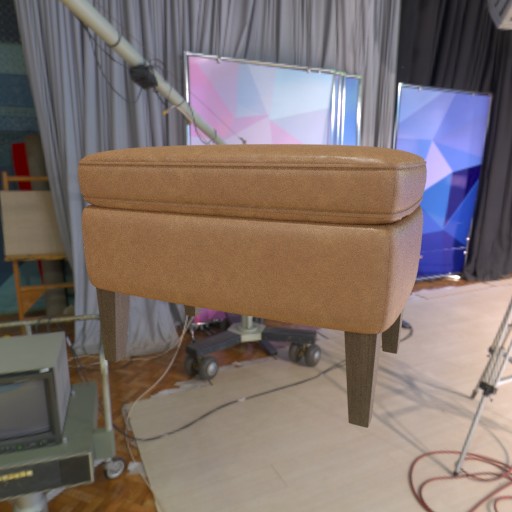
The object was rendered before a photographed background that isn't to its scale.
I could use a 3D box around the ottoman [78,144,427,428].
[{"bbox_3d":[0.000,0.000,0.985,0.670,0.480,0.420,6,14,25],"label":"ottoman"}]
